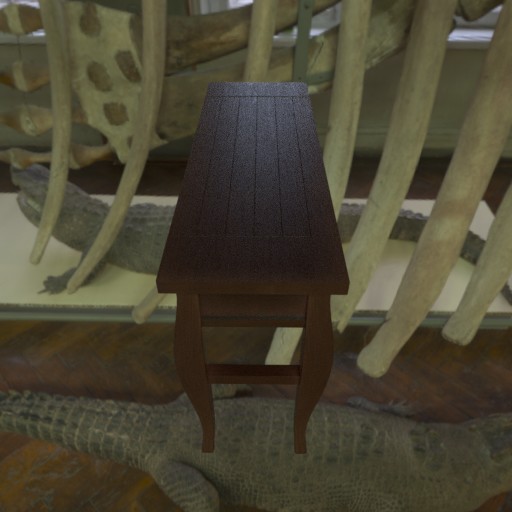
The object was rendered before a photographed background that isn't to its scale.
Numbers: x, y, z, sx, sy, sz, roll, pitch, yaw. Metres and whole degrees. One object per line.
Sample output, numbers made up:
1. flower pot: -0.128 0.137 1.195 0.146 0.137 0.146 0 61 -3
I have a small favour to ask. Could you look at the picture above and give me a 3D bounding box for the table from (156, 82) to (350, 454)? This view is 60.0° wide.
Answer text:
1. table: 0.000 0.000 1.464 0.373 0.768 1.062 0 40 1
